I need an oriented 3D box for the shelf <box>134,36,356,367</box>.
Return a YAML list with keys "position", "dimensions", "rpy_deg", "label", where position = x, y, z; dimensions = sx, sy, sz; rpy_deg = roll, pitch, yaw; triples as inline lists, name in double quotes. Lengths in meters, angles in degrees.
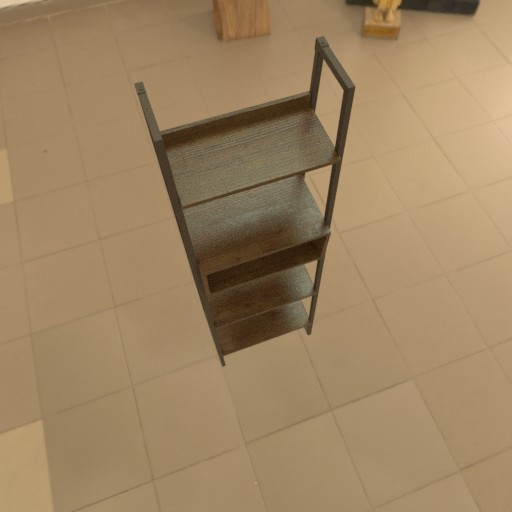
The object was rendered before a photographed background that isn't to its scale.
- position: [0.000, 0.000, 2.240]
  dimensions: [0.652, 2.005, 0.454]
  rpy_deg: [-18, 64, -9]
  label: "shelf"
